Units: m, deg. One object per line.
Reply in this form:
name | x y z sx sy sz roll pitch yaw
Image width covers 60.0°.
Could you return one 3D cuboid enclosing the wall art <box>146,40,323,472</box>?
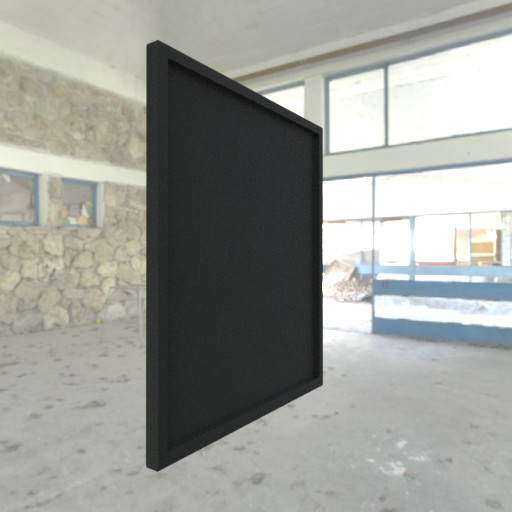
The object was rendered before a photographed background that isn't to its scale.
wall art | 0.000 0.000 0.703 0.021 0.508 0.432 0 0 35
